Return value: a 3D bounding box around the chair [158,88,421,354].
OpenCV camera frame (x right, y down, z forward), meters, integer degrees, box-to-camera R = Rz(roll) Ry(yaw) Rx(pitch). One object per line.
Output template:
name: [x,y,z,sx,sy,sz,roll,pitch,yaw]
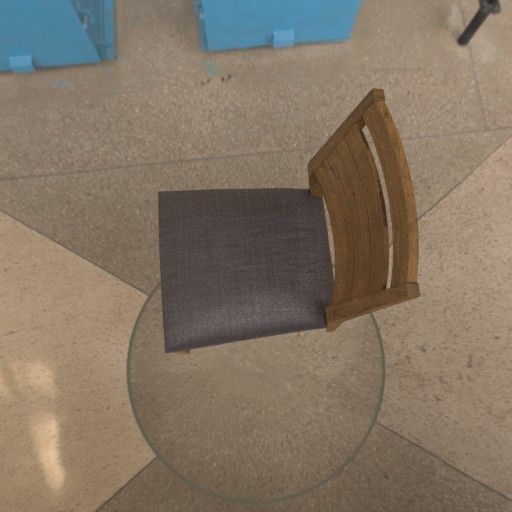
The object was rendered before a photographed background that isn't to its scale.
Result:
chair: [0.000,0.000,1.292,0.610,0.939,0.501,-5,77,-1]
